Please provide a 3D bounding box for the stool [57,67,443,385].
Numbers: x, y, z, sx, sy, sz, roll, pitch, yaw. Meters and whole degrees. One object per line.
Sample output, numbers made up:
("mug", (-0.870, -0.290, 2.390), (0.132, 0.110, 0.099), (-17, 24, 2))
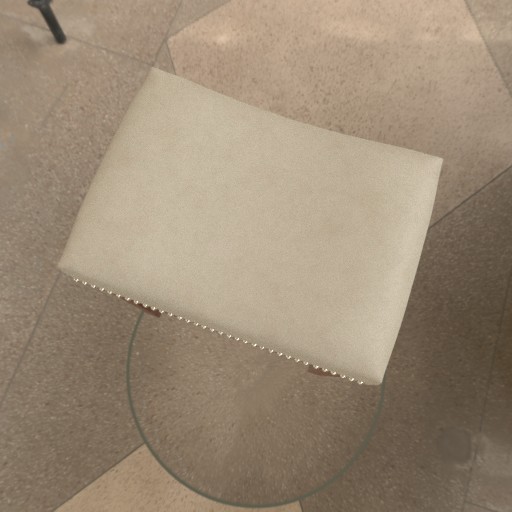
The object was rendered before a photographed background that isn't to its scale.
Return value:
("stool", (0.000, 0.000, 0.947), (0.509, 0.632, 0.375), (19, 77, 5))
